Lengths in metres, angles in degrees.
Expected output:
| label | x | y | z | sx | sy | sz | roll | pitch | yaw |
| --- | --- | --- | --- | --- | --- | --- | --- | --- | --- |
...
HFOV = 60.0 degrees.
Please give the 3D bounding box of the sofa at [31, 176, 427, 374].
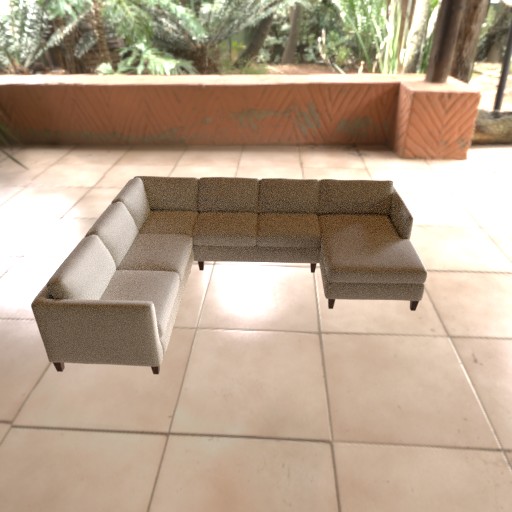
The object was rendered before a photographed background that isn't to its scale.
| label | x | y | z | sx | sy | sz | roll | pitch | yaw |
| --- | --- | --- | --- | --- | --- | --- | --- | --- | --- |
| sofa | 0.000 | 0.000 | 4.383 | 3.238 | 0.853 | 2.551 | 1 | 30 | 2 |
